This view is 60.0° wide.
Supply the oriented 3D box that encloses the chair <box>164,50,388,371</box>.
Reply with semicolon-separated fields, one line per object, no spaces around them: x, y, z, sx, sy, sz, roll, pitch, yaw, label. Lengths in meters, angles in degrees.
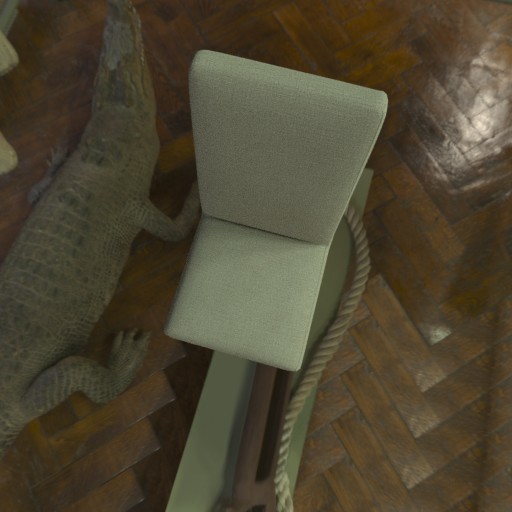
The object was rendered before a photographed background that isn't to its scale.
0.000;0.000;1.373;0.450;1.033;0.611;15;76;4;chair
